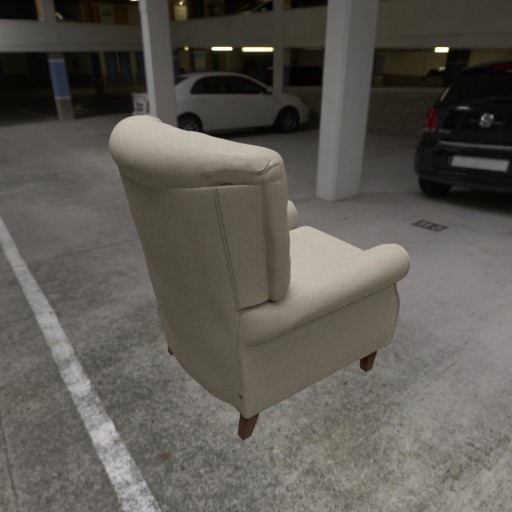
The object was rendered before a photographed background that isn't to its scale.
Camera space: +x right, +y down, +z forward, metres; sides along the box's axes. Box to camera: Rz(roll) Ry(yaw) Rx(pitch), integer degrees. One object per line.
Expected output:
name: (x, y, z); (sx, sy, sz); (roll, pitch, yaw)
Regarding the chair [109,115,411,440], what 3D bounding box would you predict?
chair: (0.000, 0.000, 1.883); (1.059, 1.158, 0.943); (-17, 30, -31)
